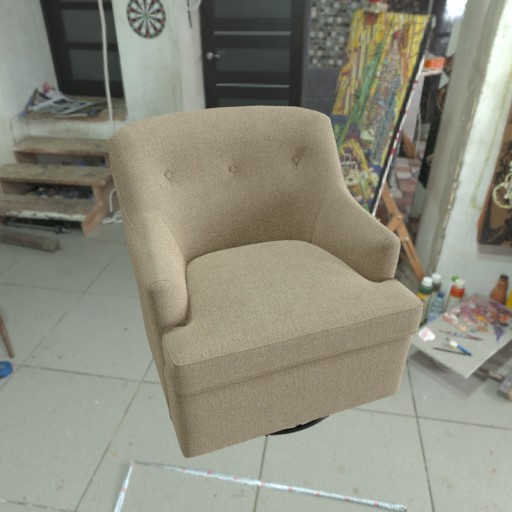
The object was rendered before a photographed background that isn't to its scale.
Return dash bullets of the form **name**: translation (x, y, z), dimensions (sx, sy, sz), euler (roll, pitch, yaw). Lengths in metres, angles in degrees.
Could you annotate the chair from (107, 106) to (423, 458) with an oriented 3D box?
- **chair**: translation (0.000, 0.000, 1.577), dimensions (0.864, 0.856, 0.923), euler (-10, 32, -17)
